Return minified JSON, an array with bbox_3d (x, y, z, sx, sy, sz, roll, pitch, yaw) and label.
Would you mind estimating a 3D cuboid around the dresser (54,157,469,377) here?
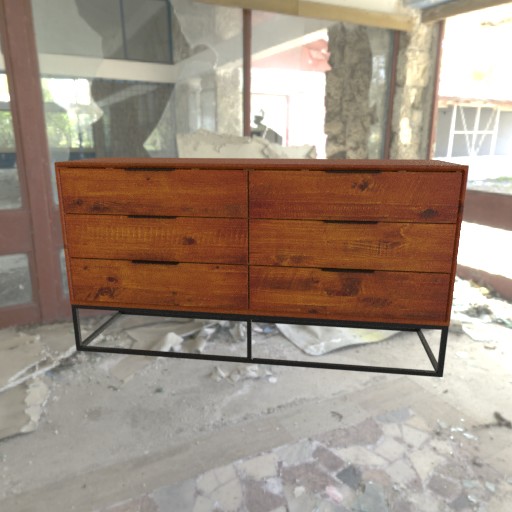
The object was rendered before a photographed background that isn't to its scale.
[{"bbox_3d":[0.000,0.000,1.929,1.536,0.810,0.464,2,15,8],"label":"dresser"}]
